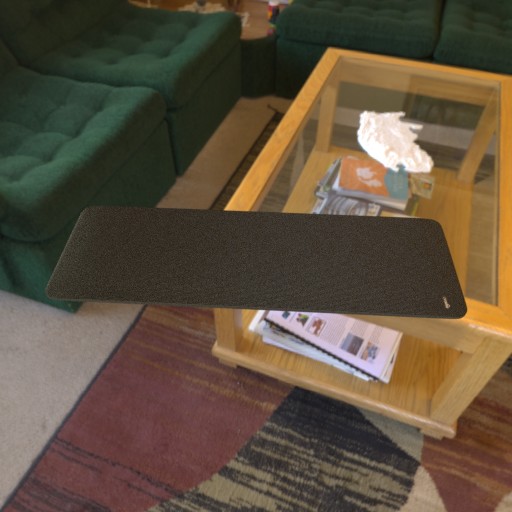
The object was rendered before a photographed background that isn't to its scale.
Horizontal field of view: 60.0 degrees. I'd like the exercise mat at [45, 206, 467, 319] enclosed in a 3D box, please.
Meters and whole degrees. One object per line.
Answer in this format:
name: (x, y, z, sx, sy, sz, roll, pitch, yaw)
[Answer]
exercise mat: (0.000, 0.000, 2.124, 1.869, 0.021, 0.616, 2, 47, 2)
